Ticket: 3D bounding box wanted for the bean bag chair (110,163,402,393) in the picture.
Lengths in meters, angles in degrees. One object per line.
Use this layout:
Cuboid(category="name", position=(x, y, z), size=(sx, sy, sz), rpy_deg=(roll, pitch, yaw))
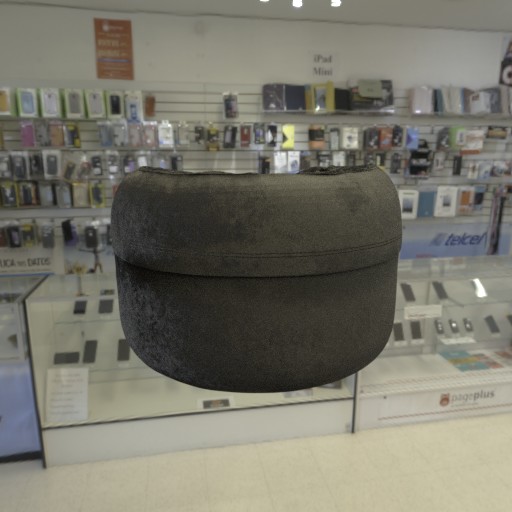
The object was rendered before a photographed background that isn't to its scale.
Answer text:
Cuboid(category="bean bag chair", position=(0.000, 0.000, 1.482), size=(0.918, 0.605, 0.918), rpy_deg=(0, 13, 0))
